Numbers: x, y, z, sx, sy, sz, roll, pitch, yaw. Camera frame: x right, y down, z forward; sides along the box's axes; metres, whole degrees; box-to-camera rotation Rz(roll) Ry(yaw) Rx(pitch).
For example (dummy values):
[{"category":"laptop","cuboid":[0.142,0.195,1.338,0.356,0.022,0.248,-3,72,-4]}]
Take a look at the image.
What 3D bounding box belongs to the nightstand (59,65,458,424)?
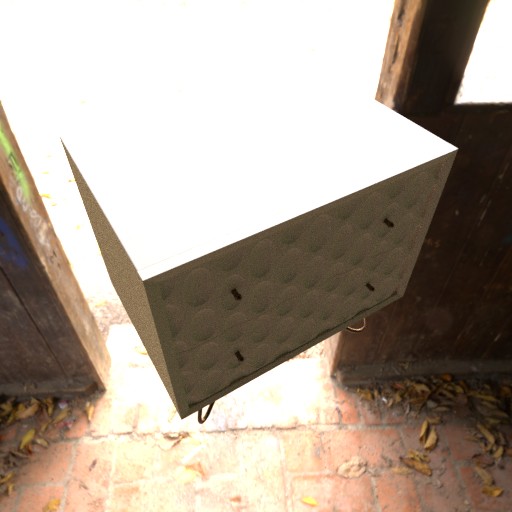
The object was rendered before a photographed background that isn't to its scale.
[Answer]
[{"category":"nightstand","cuboid":[0.000,0.000,1.044,0.614,0.604,0.447,-24,50,-21]}]
